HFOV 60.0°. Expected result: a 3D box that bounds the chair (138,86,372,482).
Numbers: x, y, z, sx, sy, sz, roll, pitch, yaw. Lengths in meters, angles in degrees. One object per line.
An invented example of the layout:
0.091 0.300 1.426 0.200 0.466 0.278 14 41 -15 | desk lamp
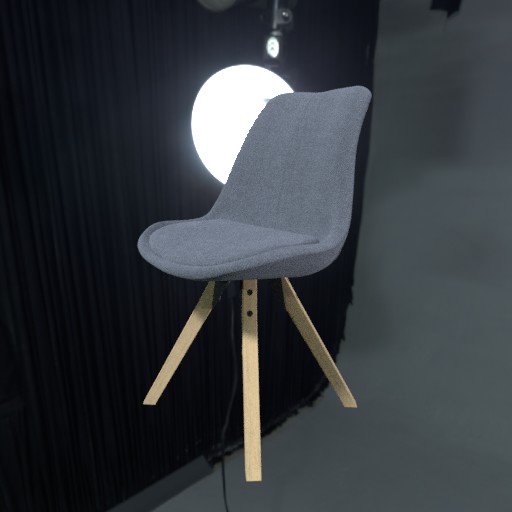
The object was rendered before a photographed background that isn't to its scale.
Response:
0.000 0.000 1.152 0.485 0.850 0.550 14 20 43 | chair
